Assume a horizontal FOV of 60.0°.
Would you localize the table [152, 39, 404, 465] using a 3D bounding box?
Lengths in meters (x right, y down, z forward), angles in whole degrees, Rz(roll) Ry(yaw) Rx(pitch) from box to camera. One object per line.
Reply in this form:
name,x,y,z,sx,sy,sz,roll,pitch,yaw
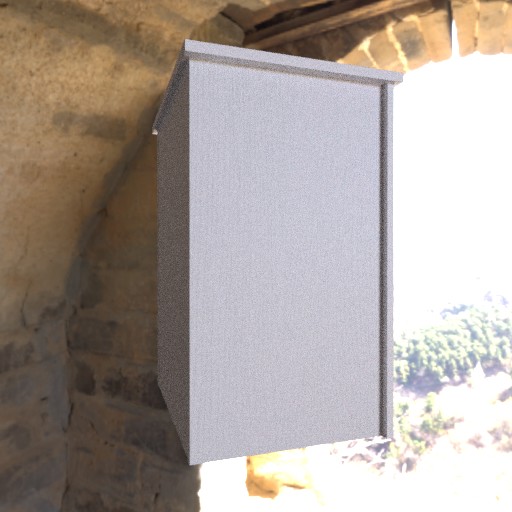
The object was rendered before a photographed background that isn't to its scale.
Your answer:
table,0.000,0.000,0.934,0.381,0.635,0.480,0,0,-19
